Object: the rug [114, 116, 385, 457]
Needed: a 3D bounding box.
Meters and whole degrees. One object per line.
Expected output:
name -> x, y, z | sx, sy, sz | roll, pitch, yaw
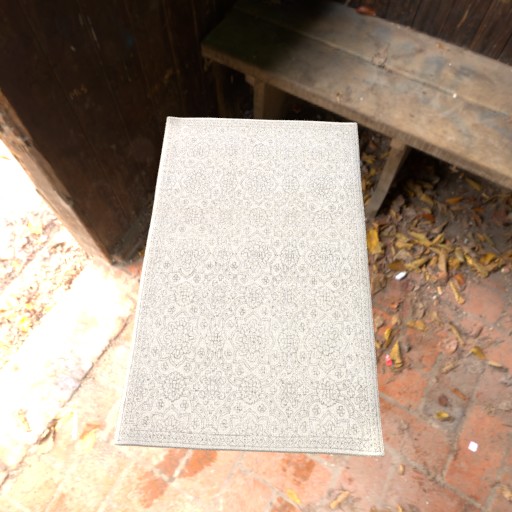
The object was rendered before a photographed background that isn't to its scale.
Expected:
rug -> 0.000, 0.000, 2.405 | 1.214, 0.023, 1.947 | 2, 64, 1
